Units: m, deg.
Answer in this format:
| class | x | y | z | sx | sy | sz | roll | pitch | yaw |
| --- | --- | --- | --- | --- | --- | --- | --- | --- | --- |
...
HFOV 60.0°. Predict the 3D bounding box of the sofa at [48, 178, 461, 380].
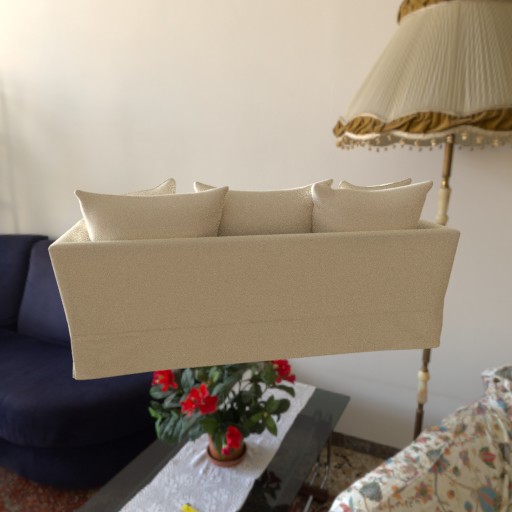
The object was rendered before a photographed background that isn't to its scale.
| class | x | y | z | sx | sy | sz | roll | pitch | yaw |
| --- | --- | --- | --- | --- | --- | --- | --- | --- | --- |
| sofa | 0.000 | 0.000 | 2.916 | 2.290 | 1.034 | 1.031 | -3 | 14 | -10 |
